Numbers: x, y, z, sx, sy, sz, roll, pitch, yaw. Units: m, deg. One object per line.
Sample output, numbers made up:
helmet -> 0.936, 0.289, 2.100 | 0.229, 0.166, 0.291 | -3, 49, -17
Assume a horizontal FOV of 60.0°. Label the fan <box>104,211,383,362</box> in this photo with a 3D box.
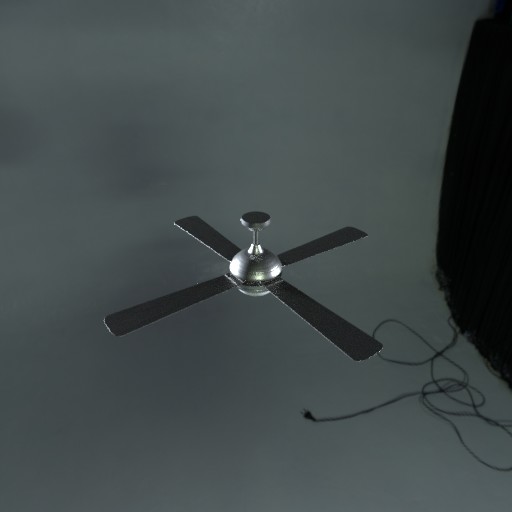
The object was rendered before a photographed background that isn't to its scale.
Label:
fan -> 0.000, 0.000, 1.984 | 1.321, 0.381, 1.321 | -8, 31, -13
